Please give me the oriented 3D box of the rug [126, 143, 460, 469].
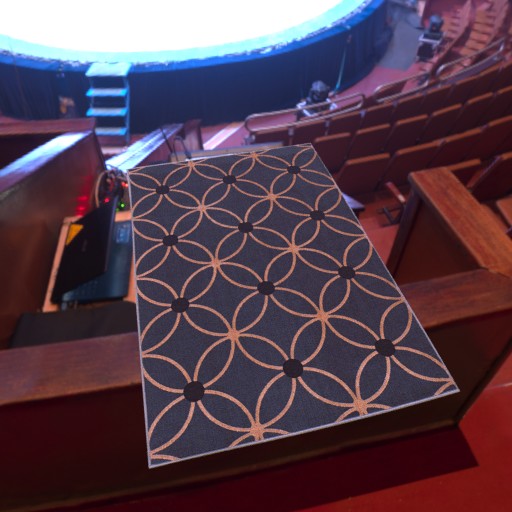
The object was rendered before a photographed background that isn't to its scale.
[{"bbox_3d":[0.000,0.000,2.810,1.522,0.008,2.284,-10,48,-10],"label":"rug"}]
